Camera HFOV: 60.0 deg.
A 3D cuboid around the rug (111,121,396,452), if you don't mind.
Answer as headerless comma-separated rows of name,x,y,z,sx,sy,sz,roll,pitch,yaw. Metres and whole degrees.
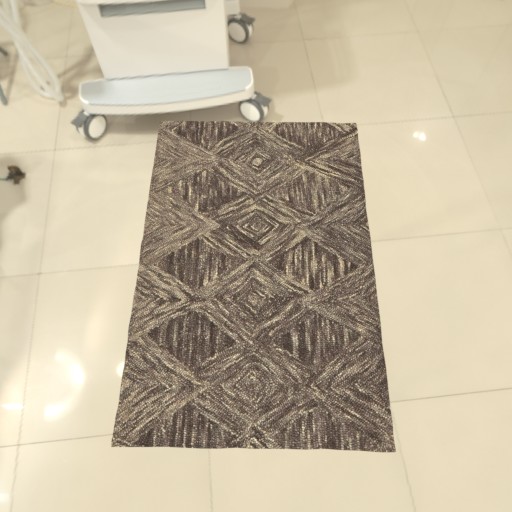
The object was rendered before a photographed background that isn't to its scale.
rug,0.000,0.000,2.254,1.186,0.012,1.814,1,63,0
